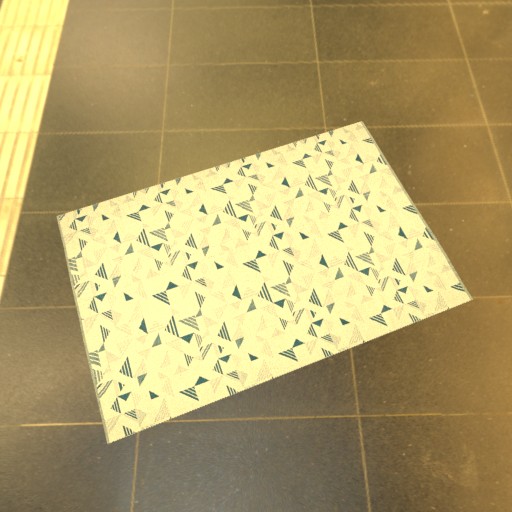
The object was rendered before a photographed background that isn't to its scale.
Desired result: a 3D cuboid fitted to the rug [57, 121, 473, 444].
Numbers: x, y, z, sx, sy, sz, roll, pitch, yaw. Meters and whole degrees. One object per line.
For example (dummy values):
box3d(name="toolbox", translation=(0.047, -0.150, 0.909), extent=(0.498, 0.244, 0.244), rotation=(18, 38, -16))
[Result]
box3d(name="rug", translation=(0.000, 0.000, 2.277), extent=(1.835, 0.003, 1.206), rotation=(-19, 67, -9))
